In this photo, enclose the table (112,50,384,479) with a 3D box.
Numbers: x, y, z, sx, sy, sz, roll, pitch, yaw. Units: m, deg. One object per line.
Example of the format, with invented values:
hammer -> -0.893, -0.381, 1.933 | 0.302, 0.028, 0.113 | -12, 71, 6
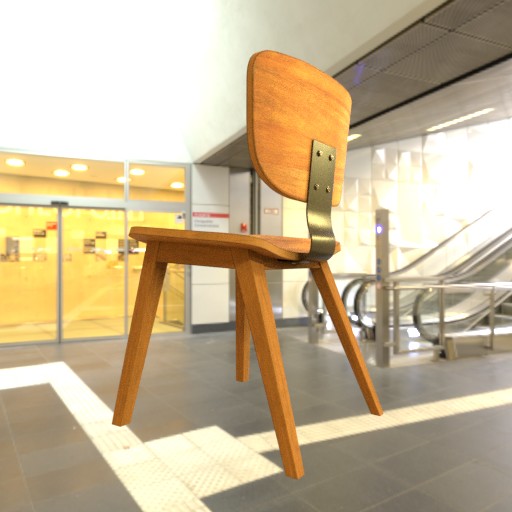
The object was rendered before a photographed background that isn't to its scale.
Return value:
table -> 0.000, 0.000, 1.115 | 0.500, 0.805, 0.499 | 0, 0, 37
